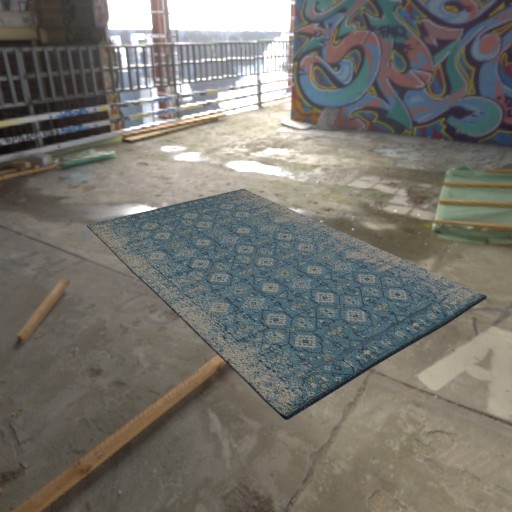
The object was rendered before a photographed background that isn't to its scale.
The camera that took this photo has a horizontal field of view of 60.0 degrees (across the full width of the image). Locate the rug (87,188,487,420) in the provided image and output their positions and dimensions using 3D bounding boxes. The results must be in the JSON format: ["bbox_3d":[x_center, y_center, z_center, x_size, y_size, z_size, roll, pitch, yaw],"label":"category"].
[{"bbox_3d":[0.000,0.000,3.020,1.530,0.015,2.449,-19,32,-32],"label":"rug"}]
